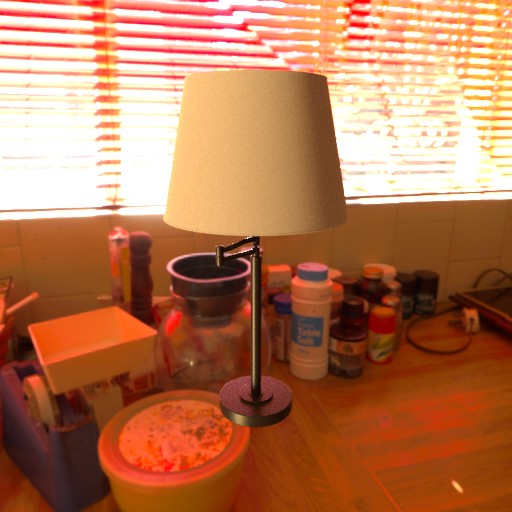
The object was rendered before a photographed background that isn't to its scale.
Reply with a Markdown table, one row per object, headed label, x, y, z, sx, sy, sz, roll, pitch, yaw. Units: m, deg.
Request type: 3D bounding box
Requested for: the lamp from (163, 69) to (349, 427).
| label | x | y | z | sx | sy | sz | roll | pitch | yaw |
| --- | --- | --- | --- | --- | --- | --- | --- | --- | --- |
| lamp | 0.000 | 0.000 | 0.907 | 0.363 | 0.696 | 0.363 | 0 | 16 | 0 |
